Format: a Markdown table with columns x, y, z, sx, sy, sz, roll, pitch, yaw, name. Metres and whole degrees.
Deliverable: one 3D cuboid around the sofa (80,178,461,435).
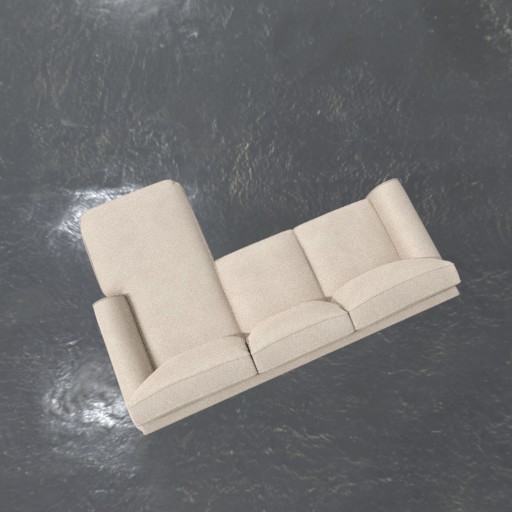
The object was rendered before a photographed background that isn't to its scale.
| x | y | z | sx | sy | sz | roll | pitch | yaw | name |
| --- | --- | --- | --- | --- | --- | --- | --- | --- | --- |
| 0.000 | 0.000 | 2.407 | 1.770 | 0.734 | 1.226 | -23 | 77 | -5 | sofa |
